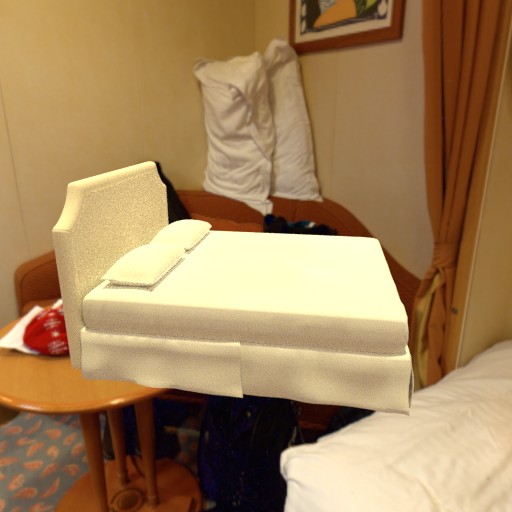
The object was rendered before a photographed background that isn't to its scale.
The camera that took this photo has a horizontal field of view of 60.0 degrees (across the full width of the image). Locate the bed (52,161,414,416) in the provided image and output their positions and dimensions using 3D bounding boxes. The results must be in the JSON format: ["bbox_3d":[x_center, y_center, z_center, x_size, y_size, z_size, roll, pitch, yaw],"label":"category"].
[{"bbox_3d":[0.000,0.000,4.298,2.773,1.590,2.350,3,18,9],"label":"bed"}]
